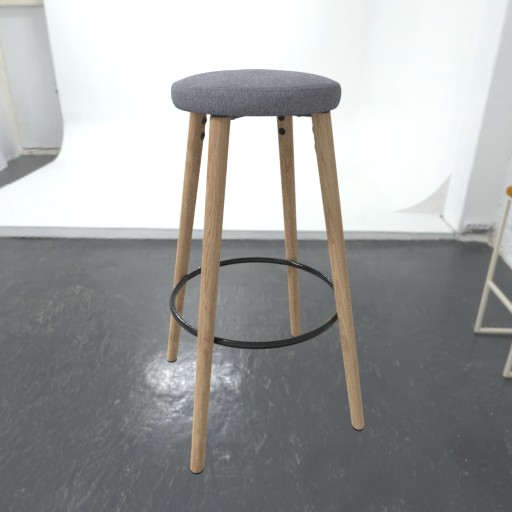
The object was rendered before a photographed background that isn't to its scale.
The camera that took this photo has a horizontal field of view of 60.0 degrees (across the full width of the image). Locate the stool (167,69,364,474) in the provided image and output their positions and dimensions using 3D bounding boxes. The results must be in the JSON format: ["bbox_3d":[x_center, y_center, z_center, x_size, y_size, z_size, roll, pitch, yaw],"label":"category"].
[{"bbox_3d":[0.000,0.000,0.991,0.410,0.770,0.410,-8,26,-16],"label":"stool"}]
